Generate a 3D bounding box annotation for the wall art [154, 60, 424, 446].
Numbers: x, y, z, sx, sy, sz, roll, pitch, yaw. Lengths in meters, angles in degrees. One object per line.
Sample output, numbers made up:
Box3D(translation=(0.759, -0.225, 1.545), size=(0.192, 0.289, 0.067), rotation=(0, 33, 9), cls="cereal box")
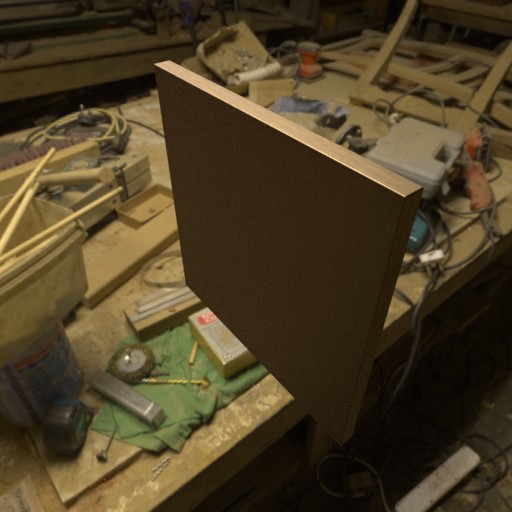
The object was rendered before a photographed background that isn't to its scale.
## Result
Box3D(translation=(0.000, 0.000, 0.749), size=(0.030, 0.506, 0.503), rotation=(-27, 48, -28), cls="wall art")
